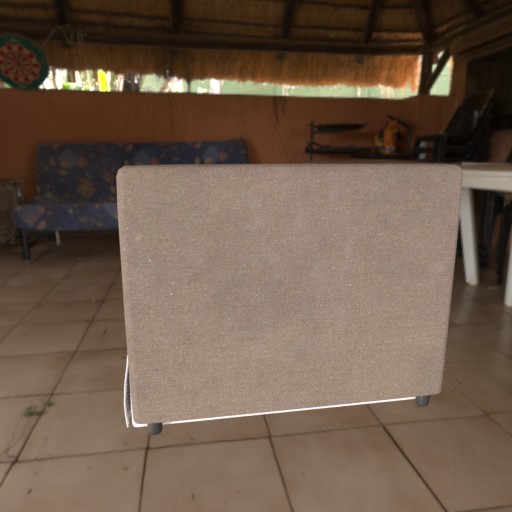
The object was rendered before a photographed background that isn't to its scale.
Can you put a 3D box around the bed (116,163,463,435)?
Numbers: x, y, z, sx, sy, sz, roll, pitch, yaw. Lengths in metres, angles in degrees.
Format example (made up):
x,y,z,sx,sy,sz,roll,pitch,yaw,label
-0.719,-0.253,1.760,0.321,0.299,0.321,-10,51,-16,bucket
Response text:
x,y,z,sx,sy,sz,roll,pitch,yaw,label
0.000,0.000,3.172,1.723,1.330,2.142,-2,13,-10,bed
